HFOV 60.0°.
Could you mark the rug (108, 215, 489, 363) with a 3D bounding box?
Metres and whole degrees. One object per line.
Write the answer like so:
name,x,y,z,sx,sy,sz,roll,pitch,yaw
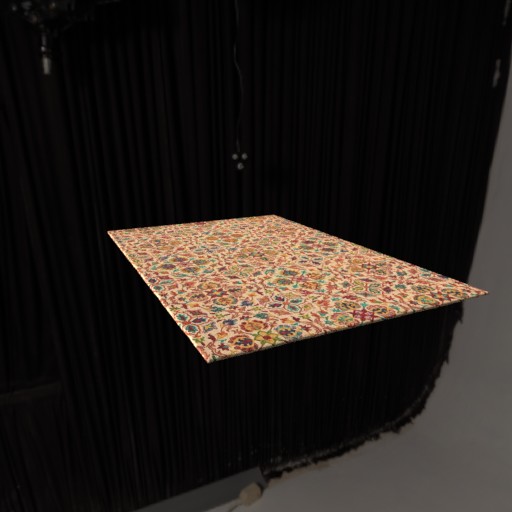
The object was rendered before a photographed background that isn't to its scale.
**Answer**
rug,0.000,0.000,2.933,1.541,0.018,2.297,-8,18,-25
